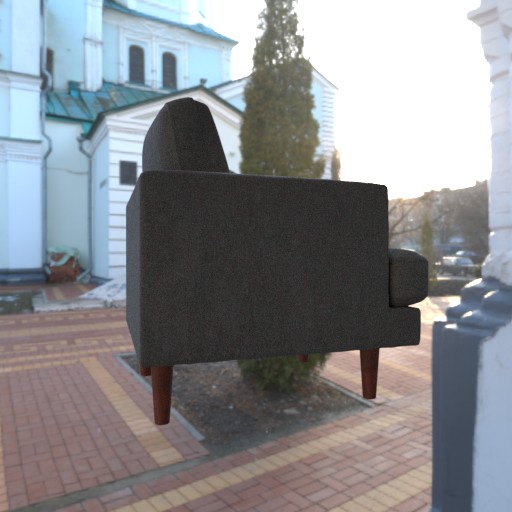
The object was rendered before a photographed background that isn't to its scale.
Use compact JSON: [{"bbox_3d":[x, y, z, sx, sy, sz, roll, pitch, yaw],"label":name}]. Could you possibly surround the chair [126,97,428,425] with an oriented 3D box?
[{"bbox_3d":[0.000,0.000,1.652,0.899,0.957,0.858,0,0,-19],"label":"chair"}]
